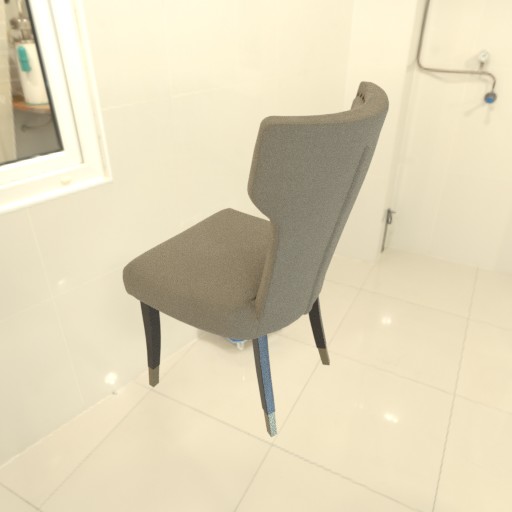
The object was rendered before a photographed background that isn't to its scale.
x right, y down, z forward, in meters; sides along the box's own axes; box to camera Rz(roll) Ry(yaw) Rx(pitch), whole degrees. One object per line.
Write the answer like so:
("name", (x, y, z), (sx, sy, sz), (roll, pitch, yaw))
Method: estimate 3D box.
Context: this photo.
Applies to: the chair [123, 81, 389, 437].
("chair", (0.000, 0.000, 1.322), (0.630, 0.955, 0.526), (20, 36, 29))
